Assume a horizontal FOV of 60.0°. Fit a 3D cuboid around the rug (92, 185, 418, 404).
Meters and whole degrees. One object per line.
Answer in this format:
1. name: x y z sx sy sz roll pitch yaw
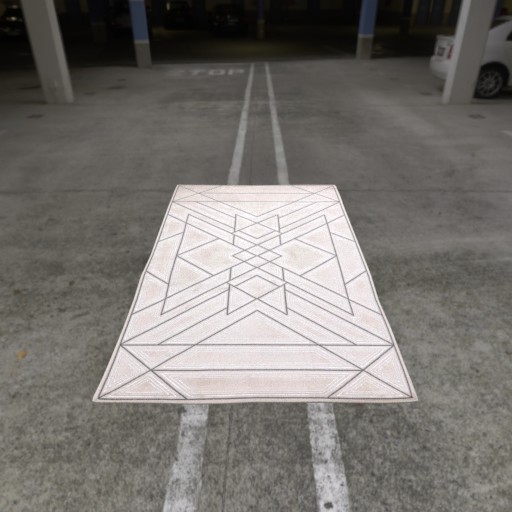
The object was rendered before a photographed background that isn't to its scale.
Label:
1. rug: 0.000 0.000 1.057 0.511 0.008 0.869 0 32 0
